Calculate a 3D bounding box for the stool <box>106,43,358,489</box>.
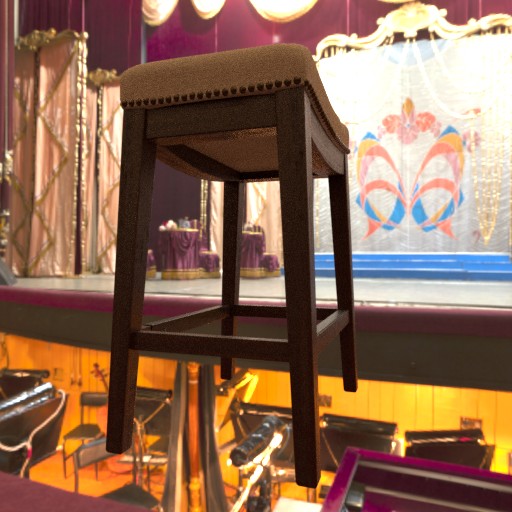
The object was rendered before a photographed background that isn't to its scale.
[{"bbox_3d":[0.000,0.000,0.931,0.363,0.669,0.509,0,0,19],"label":"stool"}]
